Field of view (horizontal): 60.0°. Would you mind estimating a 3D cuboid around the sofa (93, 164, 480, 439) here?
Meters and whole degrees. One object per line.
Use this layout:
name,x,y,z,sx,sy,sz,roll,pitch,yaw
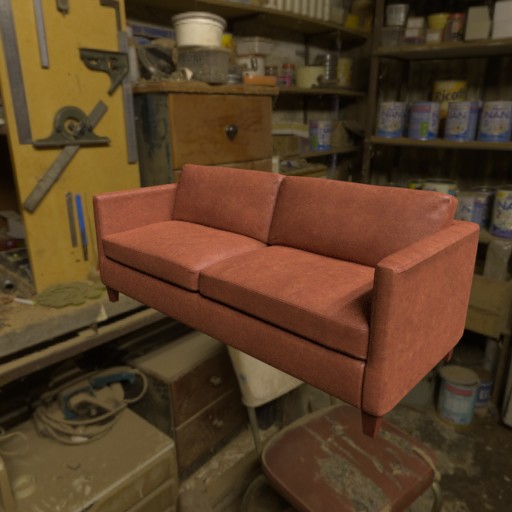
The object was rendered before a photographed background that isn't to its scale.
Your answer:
sofa,0.000,0.000,2.667,2.204,0.932,0.950,16,24,40
